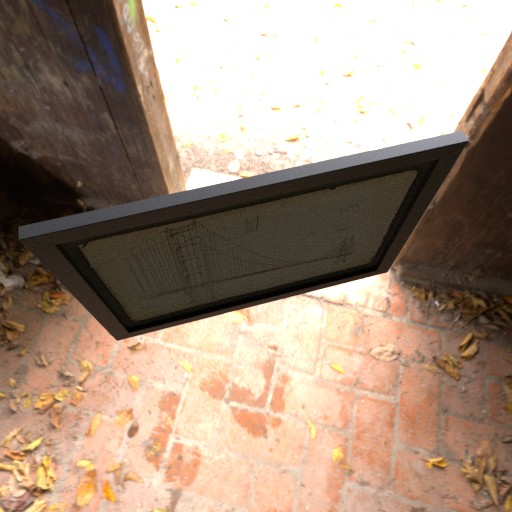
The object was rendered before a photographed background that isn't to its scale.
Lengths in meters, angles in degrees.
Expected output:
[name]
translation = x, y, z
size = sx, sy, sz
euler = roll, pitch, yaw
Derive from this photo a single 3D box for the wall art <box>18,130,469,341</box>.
[wall art]
translation = 0.000, 0.000, 0.551
size = 0.432, 0.306, 0.016
euler = -13, 64, -7
